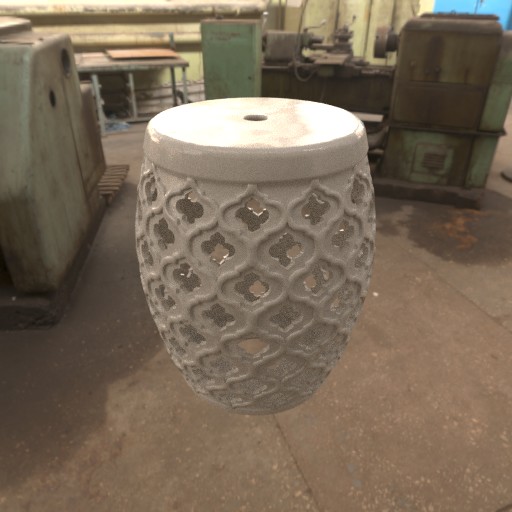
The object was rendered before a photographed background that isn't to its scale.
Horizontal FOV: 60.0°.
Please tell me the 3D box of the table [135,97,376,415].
[{"bbox_3d":[0.000,0.000,0.634,0.325,0.388,0.325,0,31,0],"label":"table"}]
